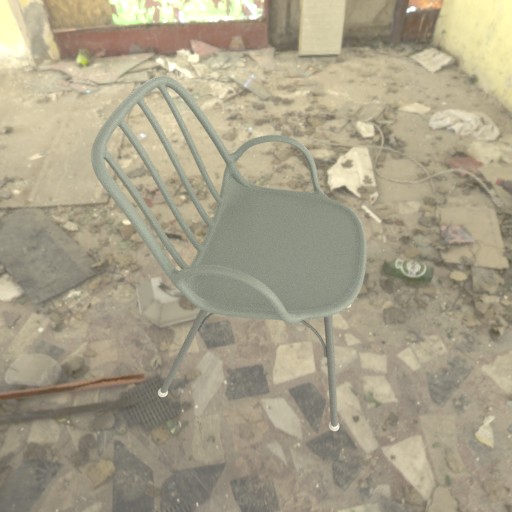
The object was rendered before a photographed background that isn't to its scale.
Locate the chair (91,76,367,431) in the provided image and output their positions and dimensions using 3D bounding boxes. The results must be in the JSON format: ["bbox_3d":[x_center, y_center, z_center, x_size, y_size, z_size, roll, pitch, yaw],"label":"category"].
[{"bbox_3d":[0.000,0.000,1.195,0.597,0.816,0.549,9,46,9],"label":"chair"}]
